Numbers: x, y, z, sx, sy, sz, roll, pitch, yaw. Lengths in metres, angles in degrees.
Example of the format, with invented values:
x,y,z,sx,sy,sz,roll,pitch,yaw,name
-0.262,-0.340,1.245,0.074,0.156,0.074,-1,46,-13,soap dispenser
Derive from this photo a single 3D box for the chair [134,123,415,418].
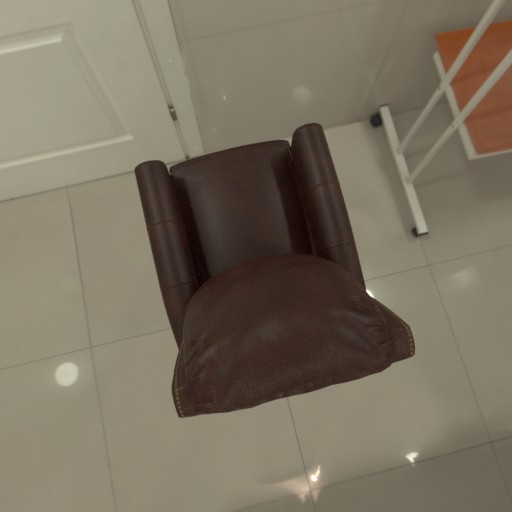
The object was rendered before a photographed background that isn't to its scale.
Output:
x,y,z,sx,sy,sz,roll,pitch,yaw,name
0.000,0.000,1.844,0.826,1.022,1.089,-13,76,-3,chair
